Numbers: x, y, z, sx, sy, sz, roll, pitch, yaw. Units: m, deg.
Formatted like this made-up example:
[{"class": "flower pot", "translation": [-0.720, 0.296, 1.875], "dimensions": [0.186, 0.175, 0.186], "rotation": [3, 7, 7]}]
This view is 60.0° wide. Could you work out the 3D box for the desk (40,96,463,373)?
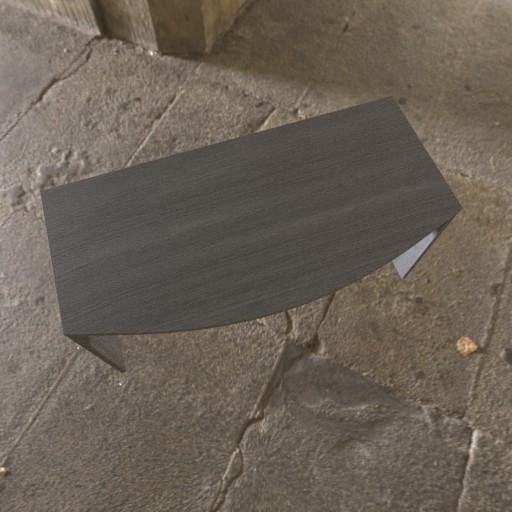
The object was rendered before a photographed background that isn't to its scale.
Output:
[{"class": "desk", "translation": [0.000, 0.000, 2.107], "dimensions": [1.600, 0.750, 0.802], "rotation": [-17, 66, -8]}]
